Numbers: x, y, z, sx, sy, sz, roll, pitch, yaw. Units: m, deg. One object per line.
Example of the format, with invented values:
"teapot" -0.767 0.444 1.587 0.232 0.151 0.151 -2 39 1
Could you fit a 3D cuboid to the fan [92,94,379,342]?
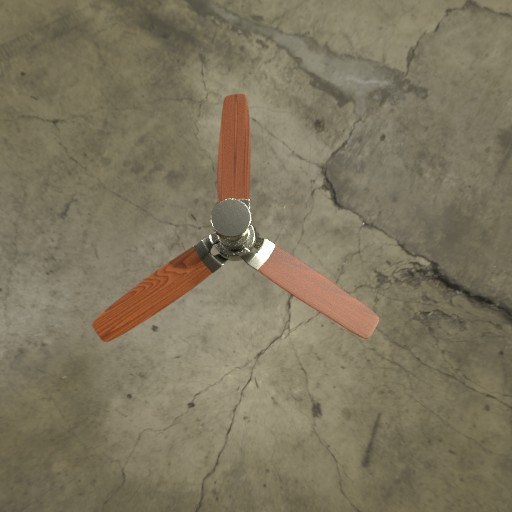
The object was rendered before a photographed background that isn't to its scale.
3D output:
"fan" 0.000 0.000 2.039 1.271 0.410 1.416 33 78 8
